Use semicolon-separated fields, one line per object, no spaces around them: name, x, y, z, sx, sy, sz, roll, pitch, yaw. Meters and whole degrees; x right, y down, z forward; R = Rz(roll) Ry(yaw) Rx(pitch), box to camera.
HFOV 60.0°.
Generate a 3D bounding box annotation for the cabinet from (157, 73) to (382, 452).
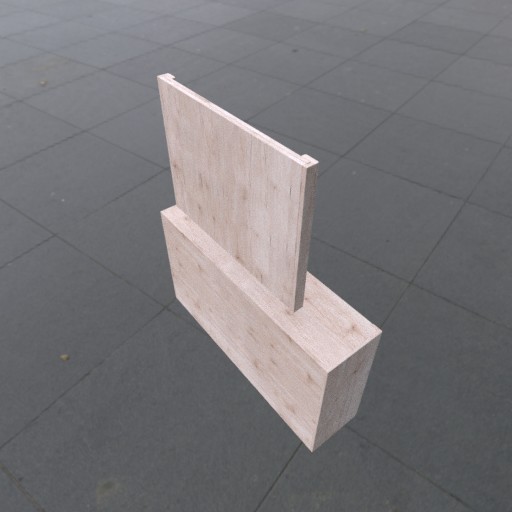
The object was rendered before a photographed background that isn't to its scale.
cabinet;0.000;0.000;2.765;0.420;1.981;1.700;-28;50;-27
